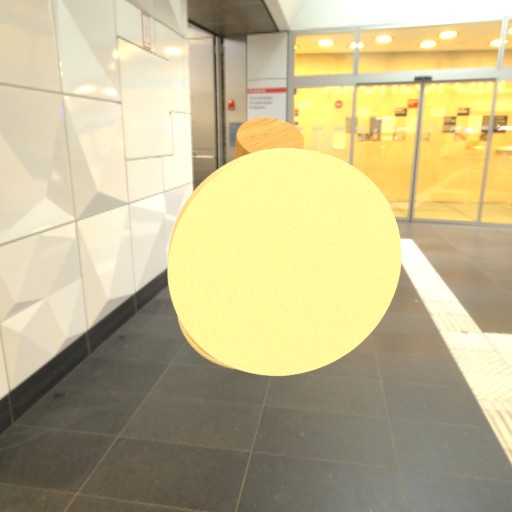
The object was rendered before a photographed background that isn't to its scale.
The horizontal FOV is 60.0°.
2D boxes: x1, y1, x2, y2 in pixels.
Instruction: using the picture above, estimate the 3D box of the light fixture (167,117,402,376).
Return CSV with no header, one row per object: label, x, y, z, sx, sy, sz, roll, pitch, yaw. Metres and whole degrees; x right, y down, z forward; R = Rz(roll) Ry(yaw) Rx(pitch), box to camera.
light fixture,0.000,0.000,0.338,0.127,0.199,0.209,-3,15,-10
